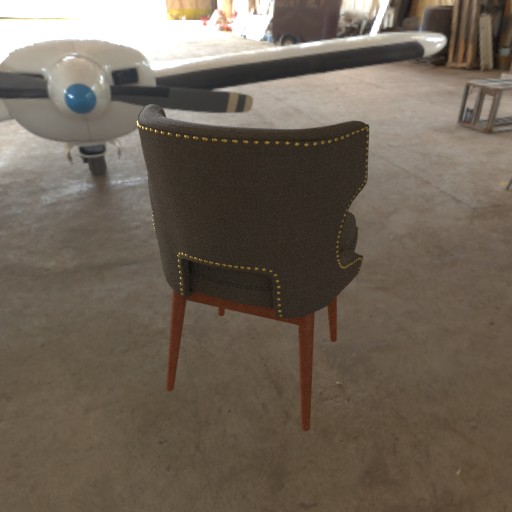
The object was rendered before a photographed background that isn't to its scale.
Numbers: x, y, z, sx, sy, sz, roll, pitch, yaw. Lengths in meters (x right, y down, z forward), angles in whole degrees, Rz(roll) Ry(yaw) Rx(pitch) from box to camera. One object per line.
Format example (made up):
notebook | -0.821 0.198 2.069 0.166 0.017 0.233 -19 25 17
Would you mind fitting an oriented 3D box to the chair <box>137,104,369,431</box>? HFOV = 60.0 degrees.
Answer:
chair | 0.000 0.000 1.289 0.595 0.863 0.581 10 32 17
